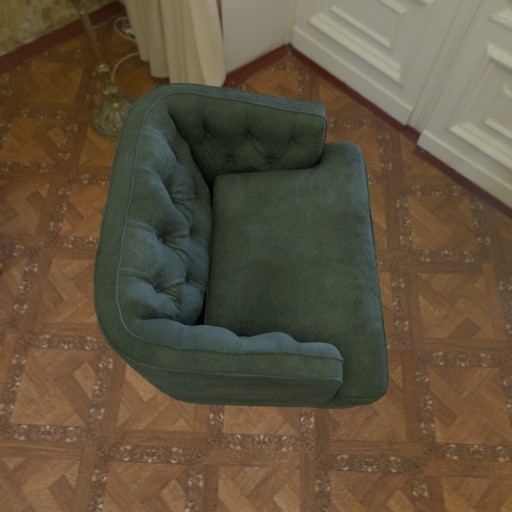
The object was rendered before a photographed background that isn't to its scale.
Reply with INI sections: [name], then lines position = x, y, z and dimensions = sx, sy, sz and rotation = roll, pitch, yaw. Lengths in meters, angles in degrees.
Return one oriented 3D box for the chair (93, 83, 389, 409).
[chair]
position = 0.000, 0.000, 1.744
dimensions = 0.941, 0.852, 1.104
rotation = 1, 64, 0
